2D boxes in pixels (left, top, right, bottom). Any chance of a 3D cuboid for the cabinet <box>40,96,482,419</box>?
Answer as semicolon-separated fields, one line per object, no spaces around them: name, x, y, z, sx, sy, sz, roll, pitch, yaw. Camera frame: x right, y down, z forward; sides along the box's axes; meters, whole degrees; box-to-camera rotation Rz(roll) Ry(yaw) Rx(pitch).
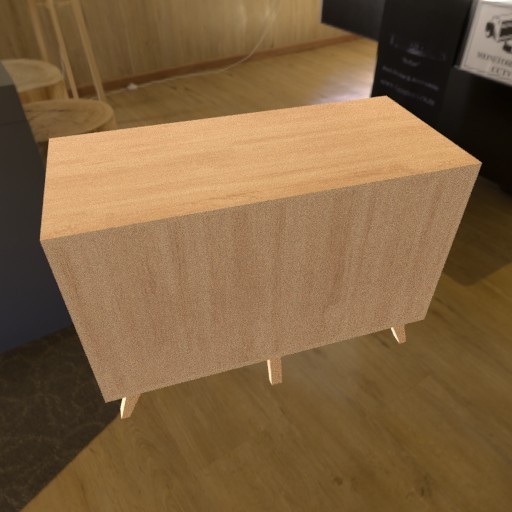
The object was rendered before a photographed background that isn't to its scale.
cabinet;0.000;0.000;1.494;1.110;0.780;0.500;-12;42;-13
